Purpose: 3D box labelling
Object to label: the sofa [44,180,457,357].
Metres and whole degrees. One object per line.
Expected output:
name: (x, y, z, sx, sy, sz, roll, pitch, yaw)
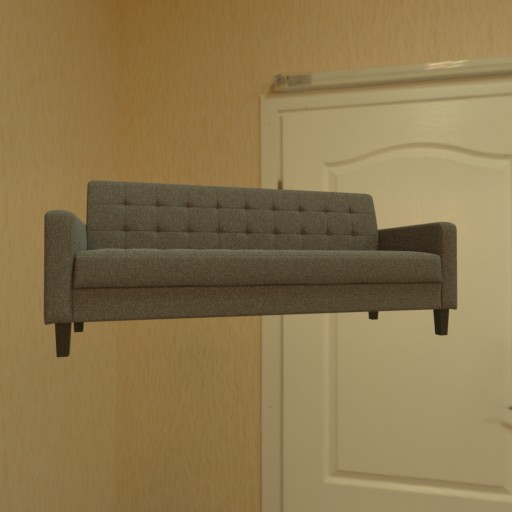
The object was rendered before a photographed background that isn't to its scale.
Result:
sofa: (0.000, 0.000, 2.446, 2.040, 0.850, 0.810, 0, -1, -17)
